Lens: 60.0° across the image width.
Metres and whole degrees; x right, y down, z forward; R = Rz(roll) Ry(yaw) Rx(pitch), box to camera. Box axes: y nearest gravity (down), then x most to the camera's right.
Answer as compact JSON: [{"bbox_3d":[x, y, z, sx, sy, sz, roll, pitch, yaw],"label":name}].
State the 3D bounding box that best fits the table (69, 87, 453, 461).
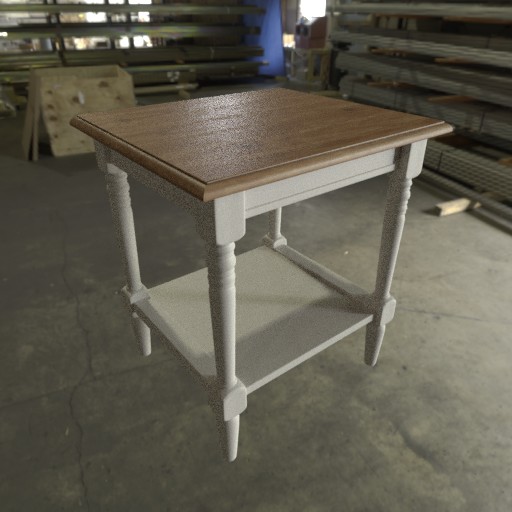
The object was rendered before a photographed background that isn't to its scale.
[{"bbox_3d":[0.000,0.000,0.921,0.508,0.561,0.457,-21,36,-32],"label":"table"}]
